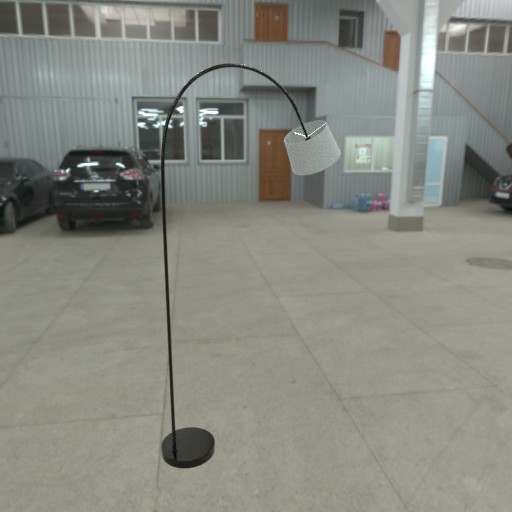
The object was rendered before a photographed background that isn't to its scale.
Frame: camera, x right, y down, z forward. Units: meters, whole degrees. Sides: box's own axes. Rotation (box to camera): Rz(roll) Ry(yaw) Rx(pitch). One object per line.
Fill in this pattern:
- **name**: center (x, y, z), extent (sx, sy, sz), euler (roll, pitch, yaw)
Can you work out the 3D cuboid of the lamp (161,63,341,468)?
- **lamp**: center (0.000, 0.000, 2.643), extent (1.363, 2.104, 0.331), euler (-12, 18, -42)
